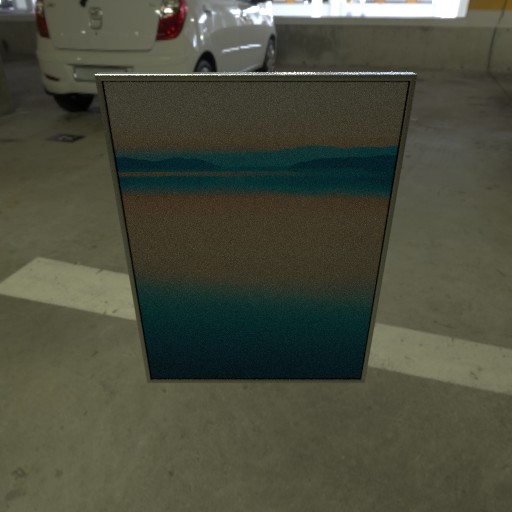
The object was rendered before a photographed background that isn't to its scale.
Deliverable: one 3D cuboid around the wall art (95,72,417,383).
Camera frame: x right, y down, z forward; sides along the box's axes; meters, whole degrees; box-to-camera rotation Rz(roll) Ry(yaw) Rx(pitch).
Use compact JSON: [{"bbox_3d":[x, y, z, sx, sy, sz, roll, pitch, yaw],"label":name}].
[{"bbox_3d":[0.000,0.000,1.380,0.801,1.062,0.037,0,30,0],"label":"wall art"}]
